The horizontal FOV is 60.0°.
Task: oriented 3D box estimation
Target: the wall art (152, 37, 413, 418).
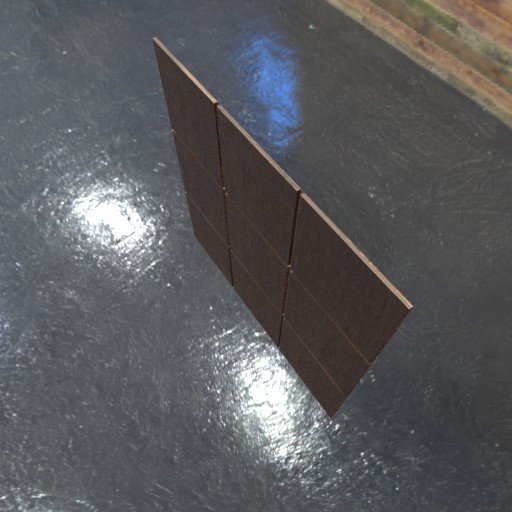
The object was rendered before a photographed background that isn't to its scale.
[{"bbox_3d":[0.000,0.000,1.764,0.013,1.213,1.215,-31,64,-17],"label":"wall art"}]
